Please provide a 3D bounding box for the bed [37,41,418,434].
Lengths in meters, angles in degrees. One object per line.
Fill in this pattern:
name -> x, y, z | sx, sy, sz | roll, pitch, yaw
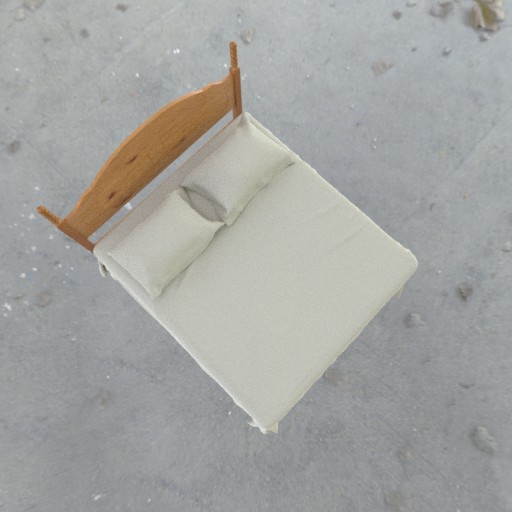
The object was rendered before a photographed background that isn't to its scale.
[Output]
bed -> 0.000, 0.000, 3.219 | 2.040, 1.356, 1.873 | 43, 80, 10
